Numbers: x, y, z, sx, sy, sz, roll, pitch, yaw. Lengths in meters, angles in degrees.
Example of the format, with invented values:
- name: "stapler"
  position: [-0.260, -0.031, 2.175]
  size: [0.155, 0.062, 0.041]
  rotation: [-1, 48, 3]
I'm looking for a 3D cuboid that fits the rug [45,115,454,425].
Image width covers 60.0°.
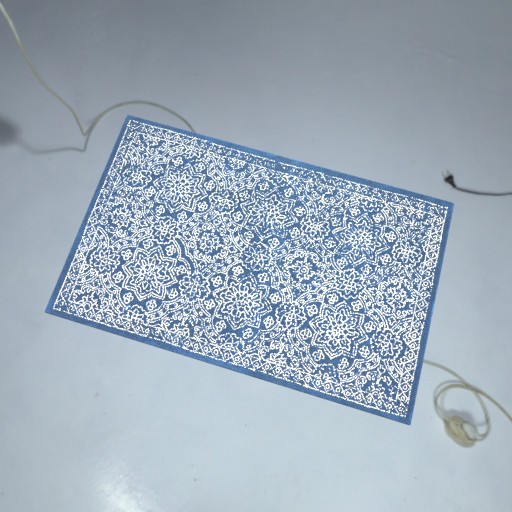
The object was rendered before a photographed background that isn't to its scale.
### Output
- name: "rug"
  position: [0.000, 0.000, 3.003]
  size: [2.441, 0.015, 1.526]
  rotation: [16, 76, 4]
